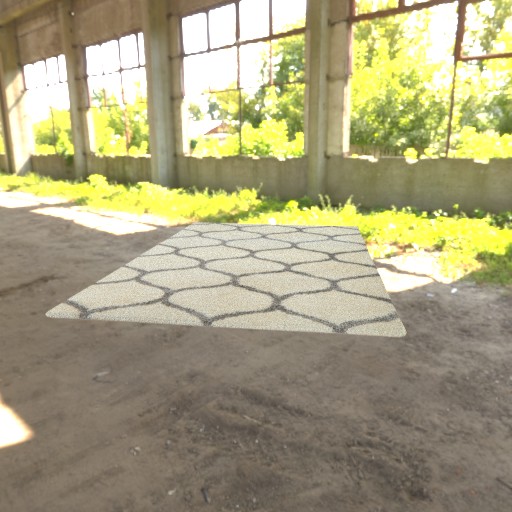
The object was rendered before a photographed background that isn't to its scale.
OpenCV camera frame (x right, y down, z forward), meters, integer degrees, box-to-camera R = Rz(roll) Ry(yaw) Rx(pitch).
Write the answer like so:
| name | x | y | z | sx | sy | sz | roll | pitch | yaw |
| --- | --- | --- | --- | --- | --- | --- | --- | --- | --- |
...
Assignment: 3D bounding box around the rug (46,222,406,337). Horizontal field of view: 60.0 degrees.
| name | x | y | z | sx | sy | sz | roll | pitch | yaw |
| --- | --- | --- | --- | --- | --- | --- | --- | --- | --- |
| rug | 0.000 | 0.000 | 2.921 | 1.501 | 0.024 | 2.348 | 2 | 14 | 8 |
